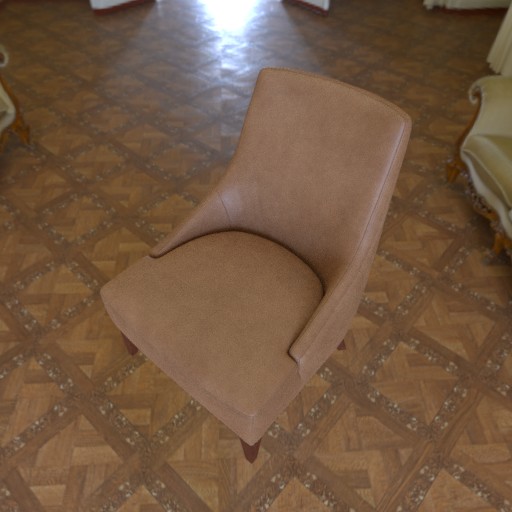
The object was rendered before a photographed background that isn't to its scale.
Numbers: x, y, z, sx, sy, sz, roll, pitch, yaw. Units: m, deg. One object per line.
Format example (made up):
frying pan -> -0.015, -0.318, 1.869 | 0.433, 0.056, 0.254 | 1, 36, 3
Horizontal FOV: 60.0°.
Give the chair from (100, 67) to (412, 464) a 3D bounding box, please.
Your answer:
chair -> 0.000, 0.000, 1.479 | 0.701, 0.909, 0.861 | 32, 53, 27
